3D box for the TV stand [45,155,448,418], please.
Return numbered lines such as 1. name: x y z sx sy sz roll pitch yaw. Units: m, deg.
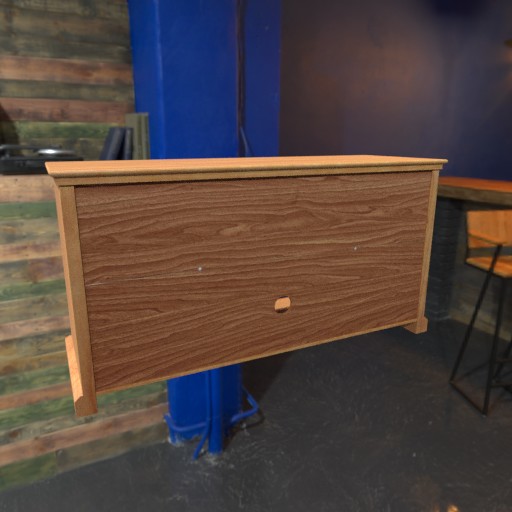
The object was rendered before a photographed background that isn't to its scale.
1. TV stand: 0.000 0.000 1.443 1.181 0.607 0.417 -7 17 -25
